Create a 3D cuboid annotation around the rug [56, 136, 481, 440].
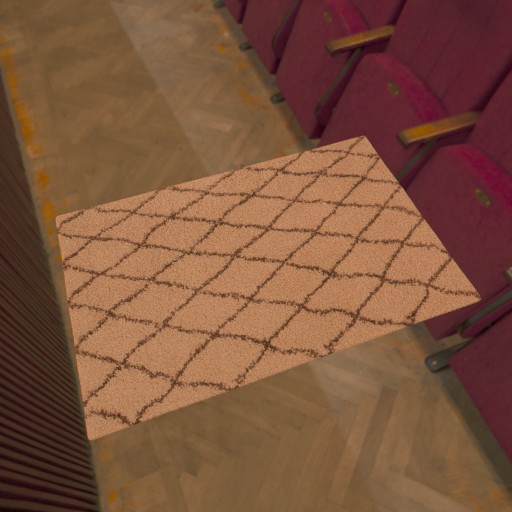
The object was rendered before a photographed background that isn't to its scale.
[{"bbox_3d":[0.000,0.000,3.319,2.743,0.030,1.778,-17,59,-11],"label":"rug"}]
